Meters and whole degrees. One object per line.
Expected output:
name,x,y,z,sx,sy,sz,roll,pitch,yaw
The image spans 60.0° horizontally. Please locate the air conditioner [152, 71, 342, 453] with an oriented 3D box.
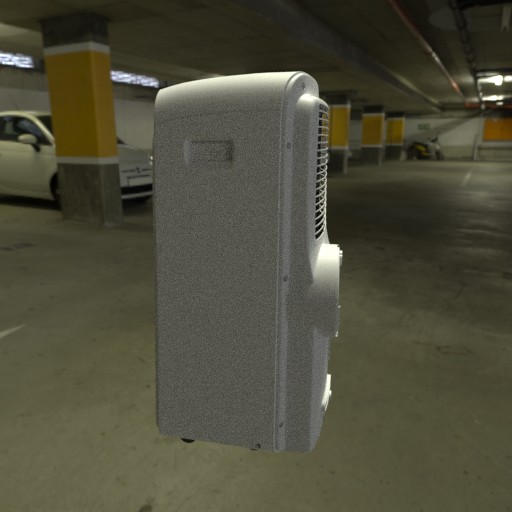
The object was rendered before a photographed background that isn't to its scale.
air conditioner,0.000,0.000,0.961,0.365,0.700,0.454,2,15,9
